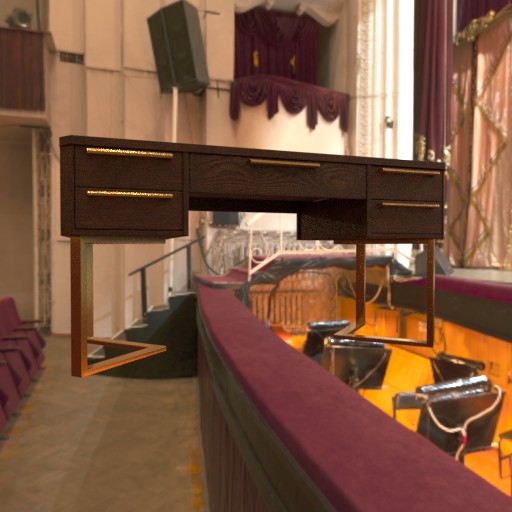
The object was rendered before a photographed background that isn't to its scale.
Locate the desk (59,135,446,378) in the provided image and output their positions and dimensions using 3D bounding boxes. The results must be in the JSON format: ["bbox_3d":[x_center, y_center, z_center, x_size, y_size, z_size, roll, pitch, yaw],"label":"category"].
[{"bbox_3d":[0.000,0.000,1.889,1.479,0.762,0.684,0,1,-18],"label":"desk"}]
